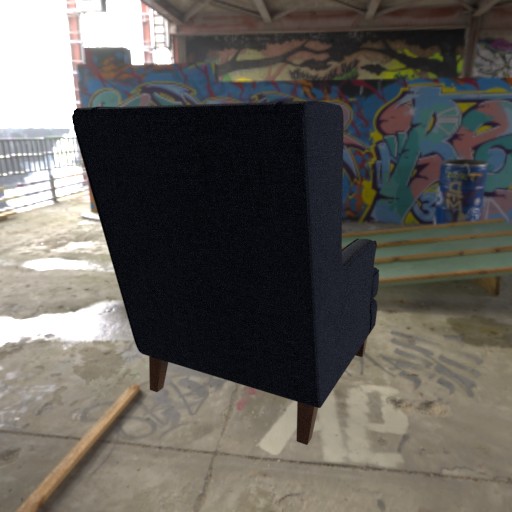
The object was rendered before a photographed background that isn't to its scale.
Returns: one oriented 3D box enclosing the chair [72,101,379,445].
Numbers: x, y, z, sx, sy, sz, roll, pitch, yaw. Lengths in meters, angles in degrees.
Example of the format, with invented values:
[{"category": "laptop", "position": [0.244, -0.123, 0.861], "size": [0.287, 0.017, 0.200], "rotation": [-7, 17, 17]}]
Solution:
[{"category": "chair", "position": [0.000, 0.000, 1.698], "size": [0.764, 1.072, 0.947], "rotation": [9, 18, 27]}]
